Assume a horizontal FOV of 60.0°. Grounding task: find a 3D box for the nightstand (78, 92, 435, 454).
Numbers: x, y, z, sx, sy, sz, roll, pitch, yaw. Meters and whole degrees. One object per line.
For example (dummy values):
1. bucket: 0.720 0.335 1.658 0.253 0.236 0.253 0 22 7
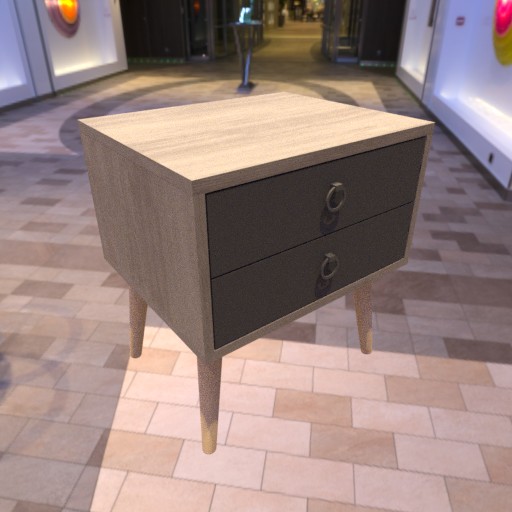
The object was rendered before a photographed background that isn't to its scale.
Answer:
1. nightstand: 0.000 0.000 0.841 0.450 0.500 0.380 -21 35 -32
